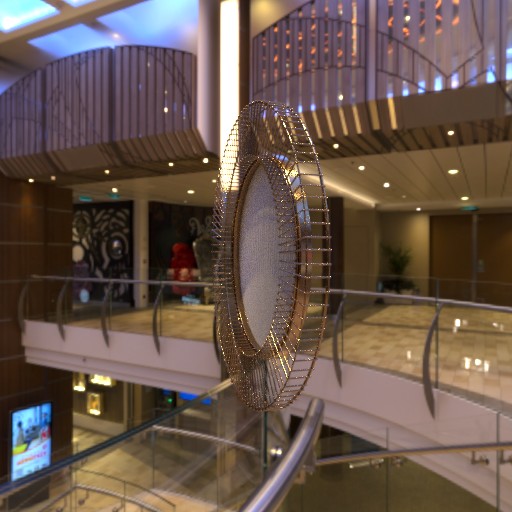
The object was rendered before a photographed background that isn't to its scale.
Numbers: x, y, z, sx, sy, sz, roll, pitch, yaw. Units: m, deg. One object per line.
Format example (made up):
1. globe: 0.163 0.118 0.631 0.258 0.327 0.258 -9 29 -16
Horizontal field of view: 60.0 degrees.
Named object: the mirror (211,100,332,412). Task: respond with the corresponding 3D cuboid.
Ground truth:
1. mirror: 0.000 0.000 1.065 0.067 0.703 0.703 0 0 -18
